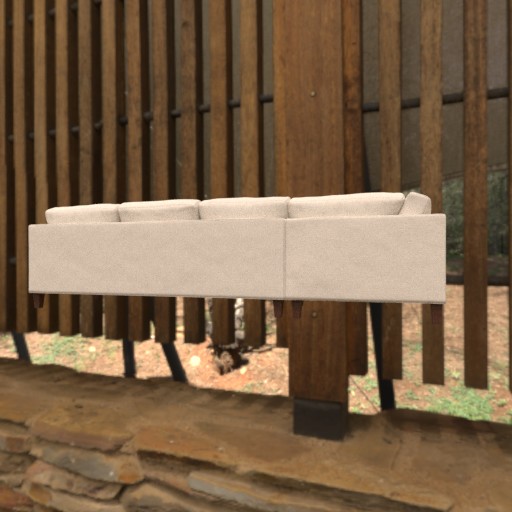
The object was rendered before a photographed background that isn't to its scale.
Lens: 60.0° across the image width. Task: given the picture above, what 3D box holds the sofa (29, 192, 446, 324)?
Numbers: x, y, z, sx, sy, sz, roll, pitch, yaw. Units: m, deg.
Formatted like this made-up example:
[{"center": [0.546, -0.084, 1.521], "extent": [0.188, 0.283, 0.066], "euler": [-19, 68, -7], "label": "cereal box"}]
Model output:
[{"center": [0.000, 0.000, 4.320], "extent": [3.182, 0.863, 2.432], "euler": [0, 0, 17], "label": "sofa"}]
